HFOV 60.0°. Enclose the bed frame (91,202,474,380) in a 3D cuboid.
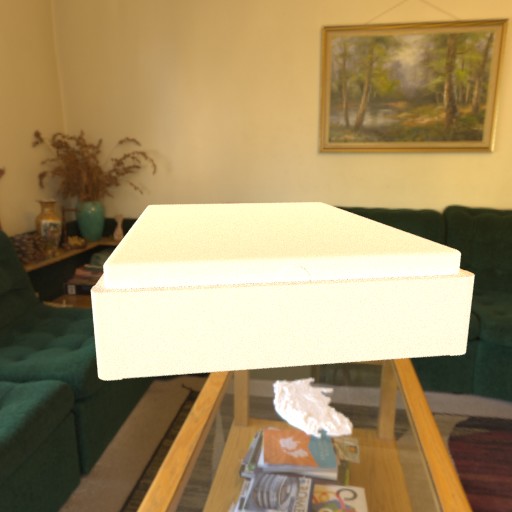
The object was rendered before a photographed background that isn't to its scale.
[{"bbox_3d":[0.000,0.000,2.492,1.400,0.406,1.900,-2,13,-8],"label":"bed frame"}]
